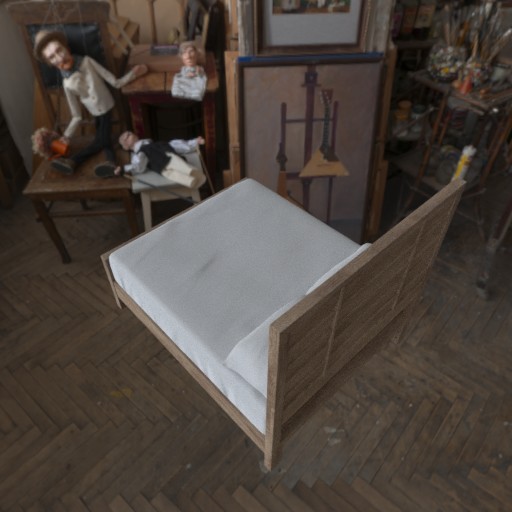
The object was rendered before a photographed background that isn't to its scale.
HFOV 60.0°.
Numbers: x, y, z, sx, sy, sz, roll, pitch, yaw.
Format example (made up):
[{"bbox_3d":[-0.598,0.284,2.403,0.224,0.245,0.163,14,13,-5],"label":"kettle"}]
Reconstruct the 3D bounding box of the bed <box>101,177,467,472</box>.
[{"bbox_3d":[0.000,0.000,3.380,1.615,1.631,2.017,-34,54,-29],"label":"bed"}]
